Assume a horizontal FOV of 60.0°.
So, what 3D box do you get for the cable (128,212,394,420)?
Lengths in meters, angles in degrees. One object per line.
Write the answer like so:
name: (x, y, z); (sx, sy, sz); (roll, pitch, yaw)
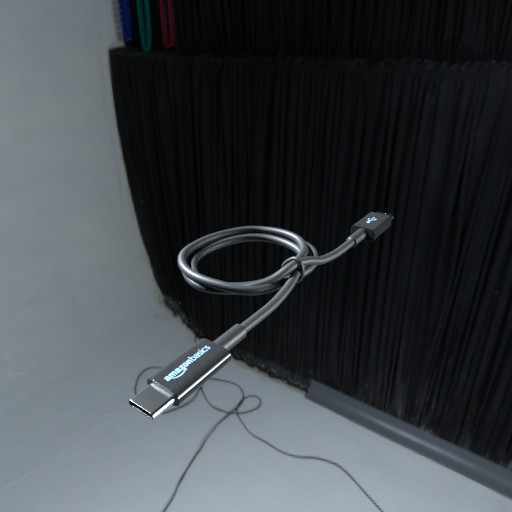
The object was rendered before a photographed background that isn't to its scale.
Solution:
cable: (0.000, 0.000, 0.213); (0.070, 0.014, 0.192); (18, 32, 31)
